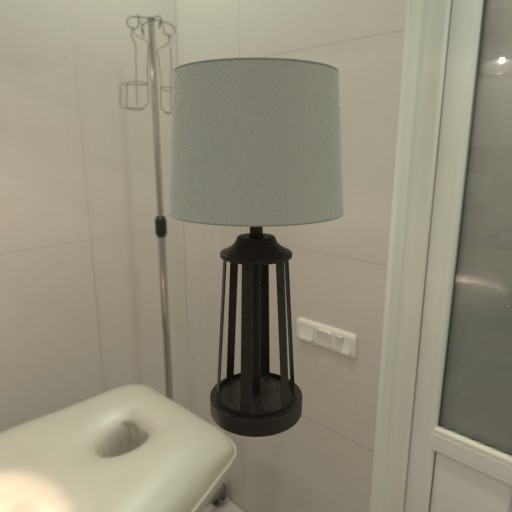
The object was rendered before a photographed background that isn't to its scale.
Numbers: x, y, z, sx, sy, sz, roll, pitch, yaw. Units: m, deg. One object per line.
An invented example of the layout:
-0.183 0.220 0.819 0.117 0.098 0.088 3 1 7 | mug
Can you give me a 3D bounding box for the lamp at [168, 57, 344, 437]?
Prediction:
0.000 0.000 0.660 0.251 0.509 0.251 0 14 0 | lamp
